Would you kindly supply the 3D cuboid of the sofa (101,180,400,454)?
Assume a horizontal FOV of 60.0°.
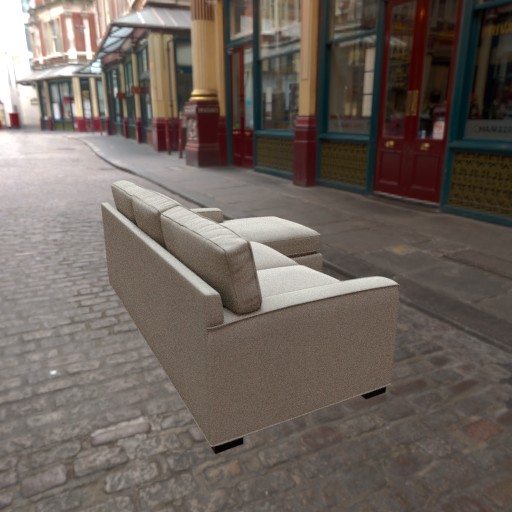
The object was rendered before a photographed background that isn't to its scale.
[{"bbox_3d":[0.000,0.000,2.796,1.496,0.861,2.087,-9,19,-27],"label":"sofa"}]
